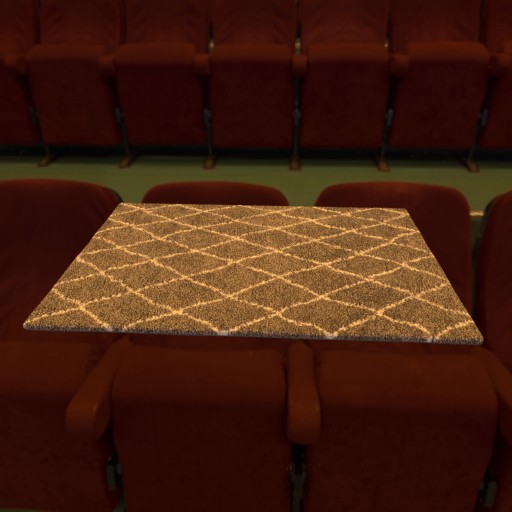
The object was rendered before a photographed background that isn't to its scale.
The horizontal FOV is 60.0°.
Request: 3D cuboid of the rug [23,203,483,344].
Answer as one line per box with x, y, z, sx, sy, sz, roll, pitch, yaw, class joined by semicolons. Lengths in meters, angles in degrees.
0.000;0.000;2.228;1.778;0.030;1.219;1;30;2;rug
